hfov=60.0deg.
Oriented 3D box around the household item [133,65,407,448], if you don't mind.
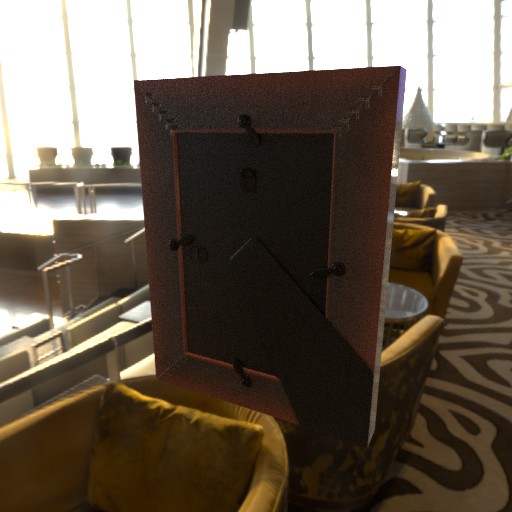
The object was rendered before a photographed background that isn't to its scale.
[{"bbox_3d":[0.000,0.000,0.285,0.165,0.216,0.025,8,19,26],"label":"household item"}]
